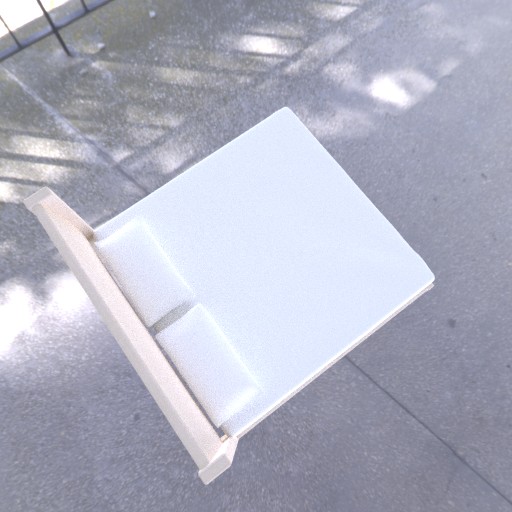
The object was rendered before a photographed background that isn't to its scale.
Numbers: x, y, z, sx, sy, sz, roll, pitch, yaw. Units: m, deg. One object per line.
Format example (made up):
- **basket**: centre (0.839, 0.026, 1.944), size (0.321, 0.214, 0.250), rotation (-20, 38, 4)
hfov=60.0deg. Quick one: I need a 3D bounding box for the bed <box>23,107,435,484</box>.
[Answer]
- **bed**: centre (0.000, 0.000, 3.600), size (2.293, 1.471, 2.145), rotation (-35, 77, -9)
